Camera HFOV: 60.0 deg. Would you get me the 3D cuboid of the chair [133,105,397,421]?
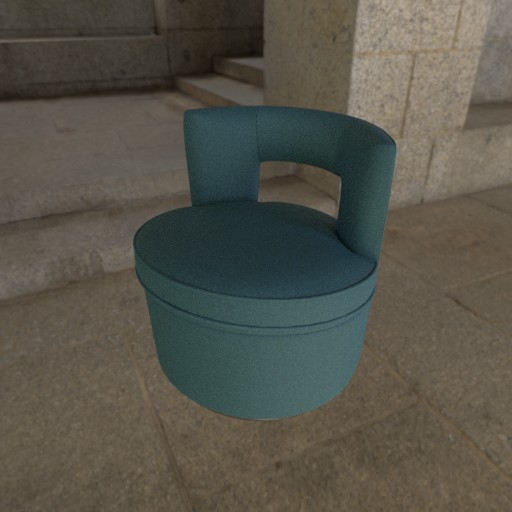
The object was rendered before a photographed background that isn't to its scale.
[{"bbox_3d":[0.000,0.000,1.261,0.684,0.711,0.660,19,35,29],"label":"chair"}]
